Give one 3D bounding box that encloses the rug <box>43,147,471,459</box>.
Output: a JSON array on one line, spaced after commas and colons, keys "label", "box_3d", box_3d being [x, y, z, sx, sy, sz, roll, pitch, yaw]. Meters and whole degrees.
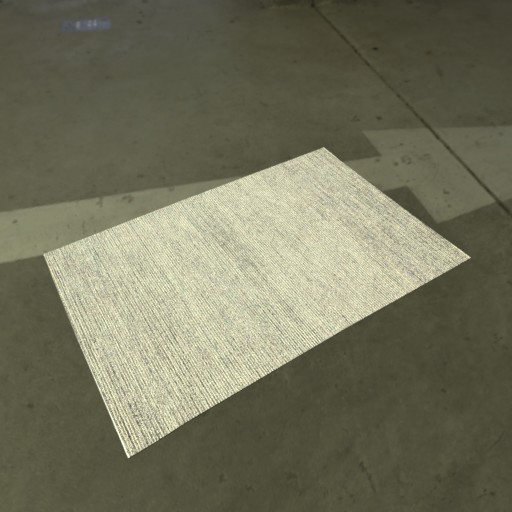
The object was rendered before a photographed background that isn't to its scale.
[{"label": "rug", "box_3d": [0.000, 0.000, 2.199, 1.789, 0.021, 1.159, -25, 52, -21]}]
